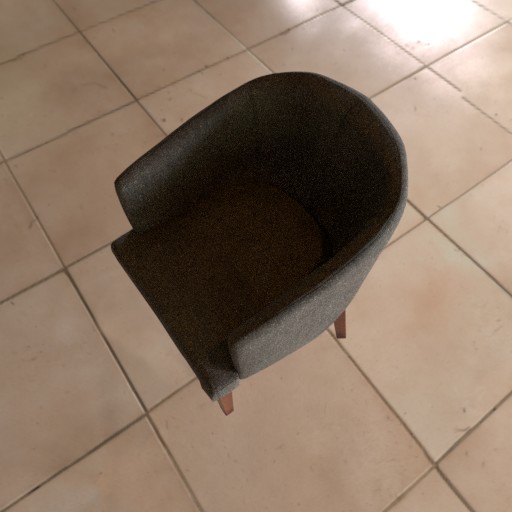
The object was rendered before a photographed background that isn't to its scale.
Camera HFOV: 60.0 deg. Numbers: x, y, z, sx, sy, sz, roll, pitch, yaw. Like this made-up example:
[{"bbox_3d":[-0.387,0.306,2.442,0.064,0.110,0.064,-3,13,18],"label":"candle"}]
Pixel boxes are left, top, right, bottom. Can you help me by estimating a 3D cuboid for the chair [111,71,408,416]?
[{"bbox_3d":[0.000,0.000,1.268,0.655,0.811,0.583,-33,66,-17],"label":"chair"}]
